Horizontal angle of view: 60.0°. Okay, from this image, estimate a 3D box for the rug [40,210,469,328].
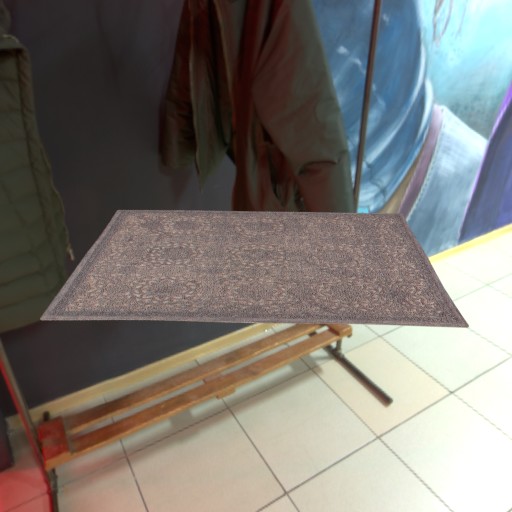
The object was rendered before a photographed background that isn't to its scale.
[{"bbox_3d":[0.000,0.000,3.225,2.498,0.022,1.535,1,30,1],"label":"rug"}]
